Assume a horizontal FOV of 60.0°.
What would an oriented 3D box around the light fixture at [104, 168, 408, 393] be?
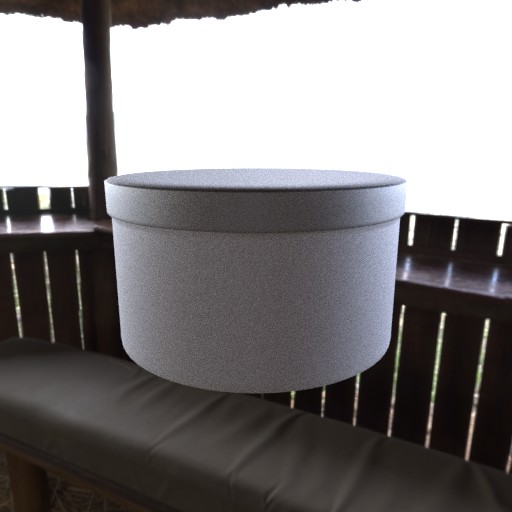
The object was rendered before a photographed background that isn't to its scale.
[{"bbox_3d":[0.000,0.000,0.632,0.393,0.229,0.393,0,14,0],"label":"light fixture"}]
